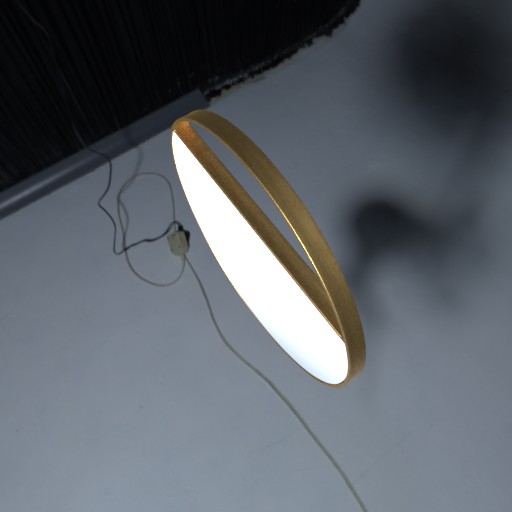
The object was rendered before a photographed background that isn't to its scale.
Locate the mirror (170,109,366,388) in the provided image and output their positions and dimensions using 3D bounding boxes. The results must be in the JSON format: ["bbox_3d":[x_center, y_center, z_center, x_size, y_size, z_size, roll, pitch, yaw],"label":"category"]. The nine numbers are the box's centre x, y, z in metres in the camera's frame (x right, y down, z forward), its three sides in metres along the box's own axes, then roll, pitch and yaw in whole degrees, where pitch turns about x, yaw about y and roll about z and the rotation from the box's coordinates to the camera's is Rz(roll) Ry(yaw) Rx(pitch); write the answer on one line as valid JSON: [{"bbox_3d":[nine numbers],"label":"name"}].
[{"bbox_3d":[0.000,0.000,0.844,0.032,0.565,0.565,-32,67,-15],"label":"mirror"}]
